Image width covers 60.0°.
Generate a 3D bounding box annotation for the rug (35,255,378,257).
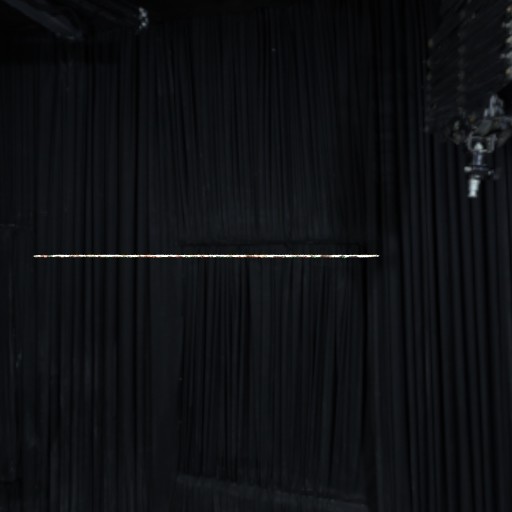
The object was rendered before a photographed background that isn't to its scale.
[{"bbox_3d":[0.000,0.000,2.347,1.219,0.008,1.829,0,0,17],"label":"rug"}]
